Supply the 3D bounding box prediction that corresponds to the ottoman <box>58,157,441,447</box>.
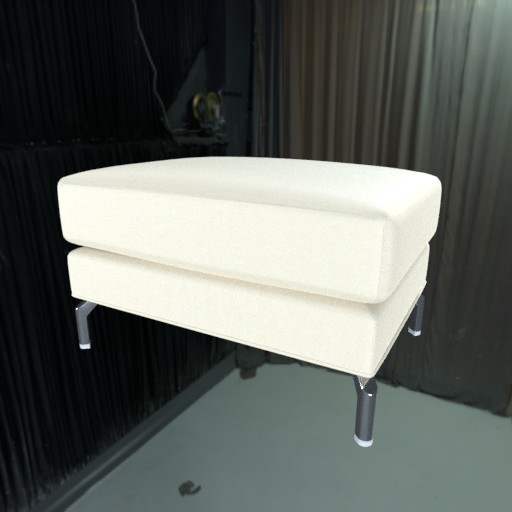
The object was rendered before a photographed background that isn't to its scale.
[{"bbox_3d":[0.000,0.000,1.195,0.835,0.497,0.581,9,19,28],"label":"ottoman"}]
